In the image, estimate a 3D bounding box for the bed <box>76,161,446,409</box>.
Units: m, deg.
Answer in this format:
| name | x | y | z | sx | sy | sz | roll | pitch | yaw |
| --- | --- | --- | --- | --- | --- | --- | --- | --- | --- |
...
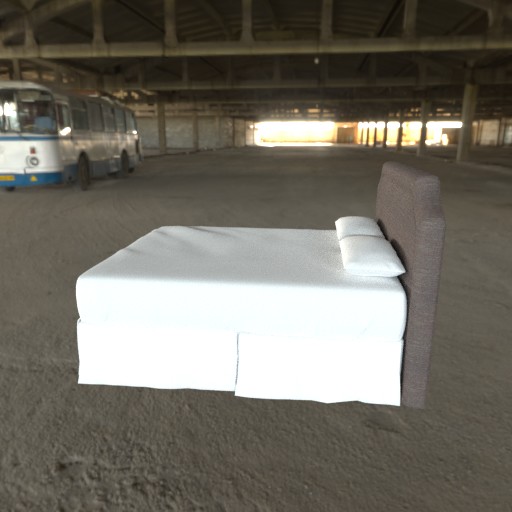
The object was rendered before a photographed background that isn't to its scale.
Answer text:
| name | x | y | z | sx | sy | sz | roll | pitch | yaw |
| --- | --- | --- | --- | --- | --- | --- | --- | --- | --- |
| bed | 0.000 | 0.000 | 3.207 | 2.116 | 1.290 | 1.693 | 2 | 15 | 7 |
